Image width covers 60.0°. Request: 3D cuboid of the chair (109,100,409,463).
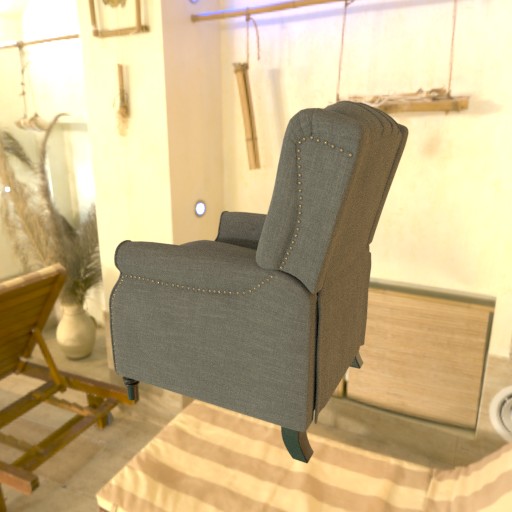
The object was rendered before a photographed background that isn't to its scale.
[{"bbox_3d":[0.000,0.000,1.605,0.898,1.035,0.742,8,17,26],"label":"chair"}]
